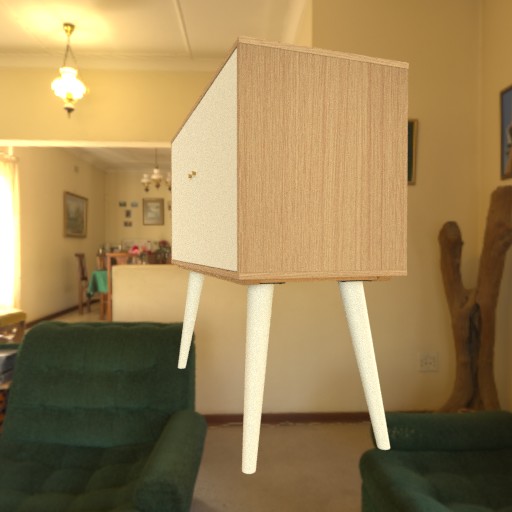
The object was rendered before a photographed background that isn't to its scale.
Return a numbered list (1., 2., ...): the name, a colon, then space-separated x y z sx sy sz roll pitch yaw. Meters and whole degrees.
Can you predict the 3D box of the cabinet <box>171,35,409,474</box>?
1. cabinet: 0.000 0.000 1.578 0.470 1.016 1.057 0 1 -19
